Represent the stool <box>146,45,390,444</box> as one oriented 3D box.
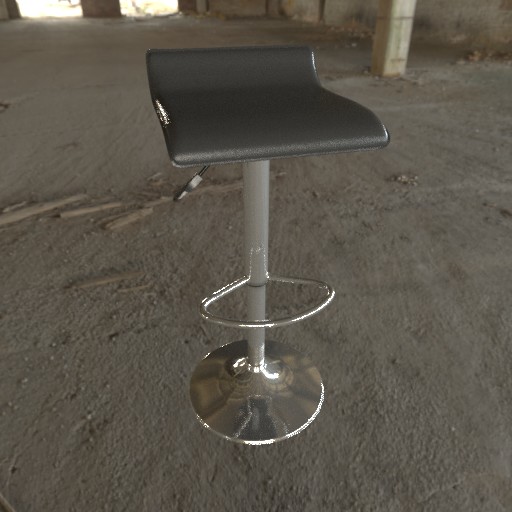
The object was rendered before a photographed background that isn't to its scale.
[{"bbox_3d":[0.000,0.000,1.033,0.381,0.851,0.381,-8,32,-13],"label":"stool"}]
